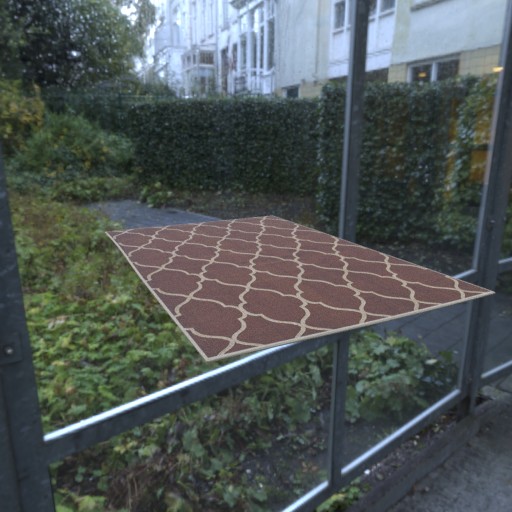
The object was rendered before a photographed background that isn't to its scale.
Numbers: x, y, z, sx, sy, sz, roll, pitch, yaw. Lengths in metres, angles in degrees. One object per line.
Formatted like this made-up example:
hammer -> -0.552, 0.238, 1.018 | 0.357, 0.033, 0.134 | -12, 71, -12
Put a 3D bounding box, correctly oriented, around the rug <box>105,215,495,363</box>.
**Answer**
rug -> 0.000, 0.000, 2.846 | 1.528, 0.014, 2.294 | -8, 18, -26
